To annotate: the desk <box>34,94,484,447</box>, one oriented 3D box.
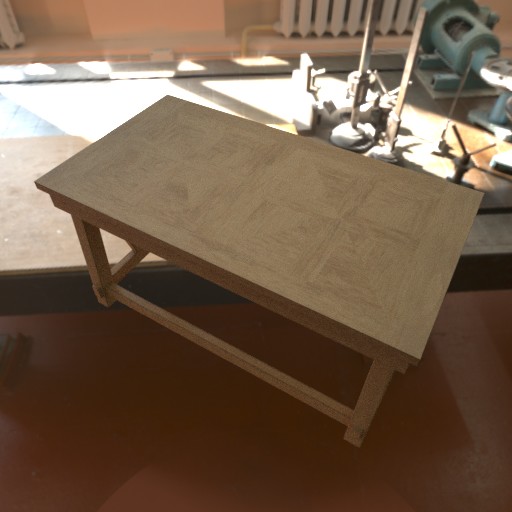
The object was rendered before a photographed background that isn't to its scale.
[{"bbox_3d":[0.000,0.000,1.953,1.499,0.762,0.813,24,51,21],"label":"desk"}]
